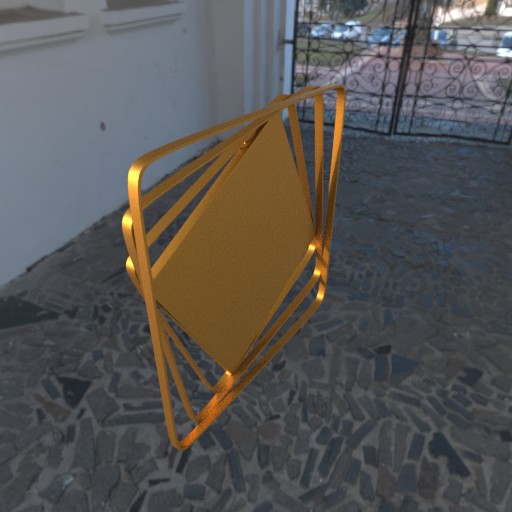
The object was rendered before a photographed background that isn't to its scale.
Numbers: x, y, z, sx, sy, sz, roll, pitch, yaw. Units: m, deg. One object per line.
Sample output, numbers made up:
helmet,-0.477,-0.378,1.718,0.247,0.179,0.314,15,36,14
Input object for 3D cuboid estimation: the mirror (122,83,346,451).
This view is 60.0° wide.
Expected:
mirror,0.000,0.000,0.709,0.045,0.468,0.470,21,38,29
